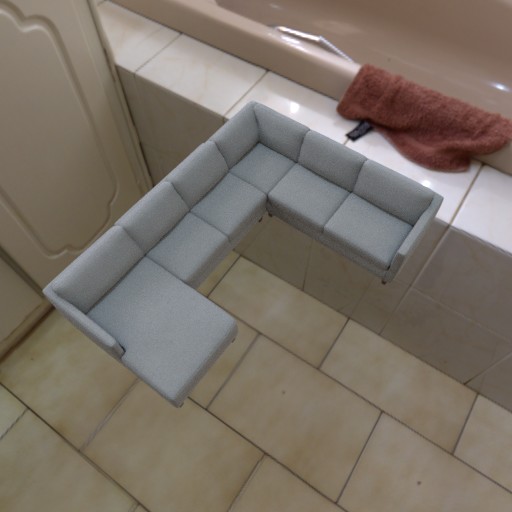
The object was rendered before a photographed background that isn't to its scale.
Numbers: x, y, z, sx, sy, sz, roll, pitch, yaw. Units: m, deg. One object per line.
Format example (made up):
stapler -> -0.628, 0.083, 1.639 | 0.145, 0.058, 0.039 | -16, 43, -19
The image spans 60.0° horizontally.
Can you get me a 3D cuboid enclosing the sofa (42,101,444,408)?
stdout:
sofa -> 0.000, 0.000, 4.546 | 2.551, 0.853, 3.238 | 32, 65, 18
